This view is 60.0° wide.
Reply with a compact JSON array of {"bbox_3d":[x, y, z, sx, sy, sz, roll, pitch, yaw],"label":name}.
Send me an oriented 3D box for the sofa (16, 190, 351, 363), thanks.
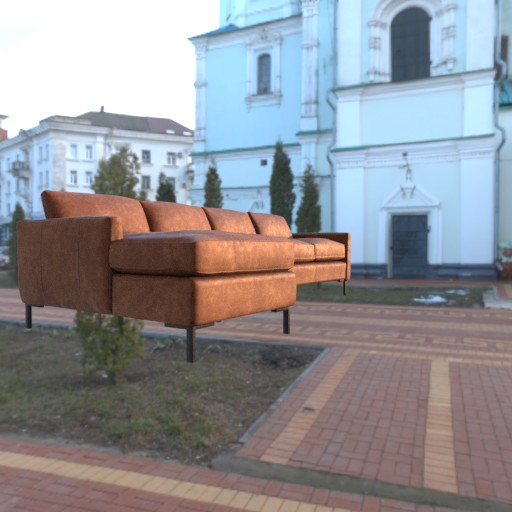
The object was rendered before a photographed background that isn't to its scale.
[{"bbox_3d":[0.000,0.000,3.476,1.471,0.859,2.993,1,1,35],"label":"sofa"}]
